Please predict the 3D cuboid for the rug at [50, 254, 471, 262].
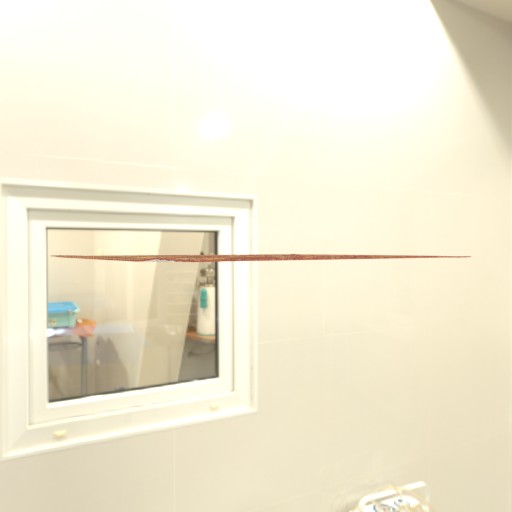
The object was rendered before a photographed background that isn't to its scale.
[{"bbox_3d":[0.000,0.000,4.153,3.086,0.030,2.489,-1,1,-36],"label":"rug"}]
